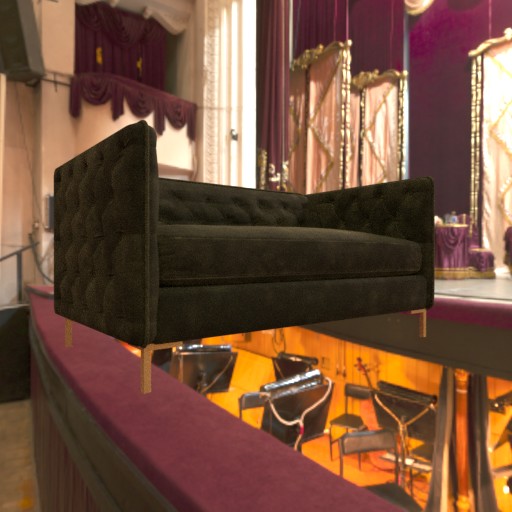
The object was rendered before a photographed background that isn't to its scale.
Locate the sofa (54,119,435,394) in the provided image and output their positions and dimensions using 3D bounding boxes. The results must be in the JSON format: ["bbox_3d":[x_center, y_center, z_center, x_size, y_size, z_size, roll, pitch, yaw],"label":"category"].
[{"bbox_3d":[0.000,0.000,1.998,1.537,0.768,0.895,0,0,-38],"label":"sofa"}]
